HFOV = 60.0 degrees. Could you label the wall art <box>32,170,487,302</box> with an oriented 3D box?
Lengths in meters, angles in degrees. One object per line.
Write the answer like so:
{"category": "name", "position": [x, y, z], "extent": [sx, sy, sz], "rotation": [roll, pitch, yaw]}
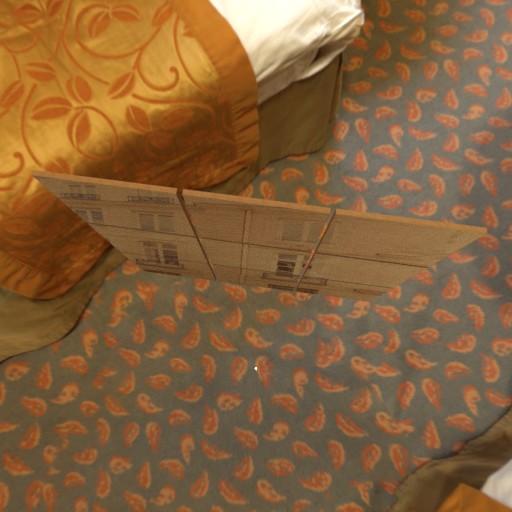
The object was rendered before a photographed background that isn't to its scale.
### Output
{"category": "wall art", "position": [0.000, 0.000, 1.326], "extent": [0.915, 0.913, 0.018], "rotation": [8, 76, 2]}
